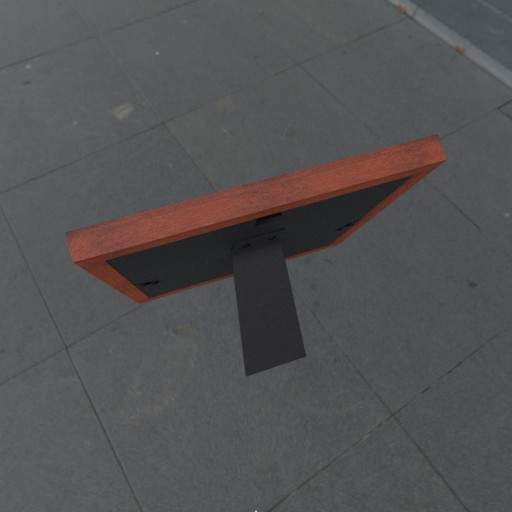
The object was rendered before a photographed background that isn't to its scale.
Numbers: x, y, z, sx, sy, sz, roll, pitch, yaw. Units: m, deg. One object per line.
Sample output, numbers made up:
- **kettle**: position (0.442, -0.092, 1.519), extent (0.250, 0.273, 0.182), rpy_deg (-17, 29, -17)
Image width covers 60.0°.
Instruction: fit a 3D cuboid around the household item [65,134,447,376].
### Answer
- **household item**: position (0.000, 0.000, 0.382), extent (0.240, 0.240, 0.131), rpy_deg (-16, 61, -9)
